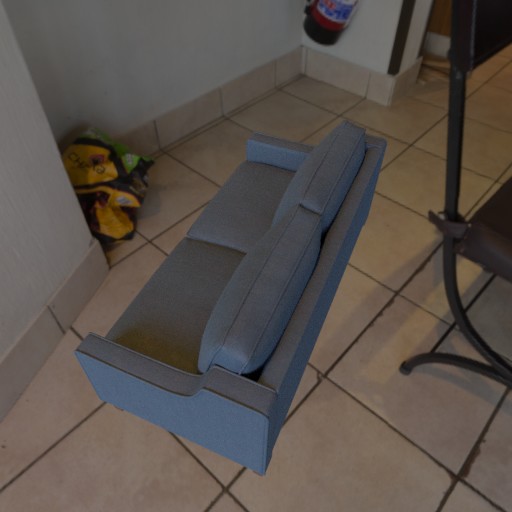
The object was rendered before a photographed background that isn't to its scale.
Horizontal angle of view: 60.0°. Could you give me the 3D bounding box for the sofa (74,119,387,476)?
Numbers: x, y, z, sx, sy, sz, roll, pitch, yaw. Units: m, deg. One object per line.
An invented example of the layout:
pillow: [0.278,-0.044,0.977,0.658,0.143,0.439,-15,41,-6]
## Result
sofa: [0.000,0.000,2.828,1.066,1.071,2.178,18,49,16]
